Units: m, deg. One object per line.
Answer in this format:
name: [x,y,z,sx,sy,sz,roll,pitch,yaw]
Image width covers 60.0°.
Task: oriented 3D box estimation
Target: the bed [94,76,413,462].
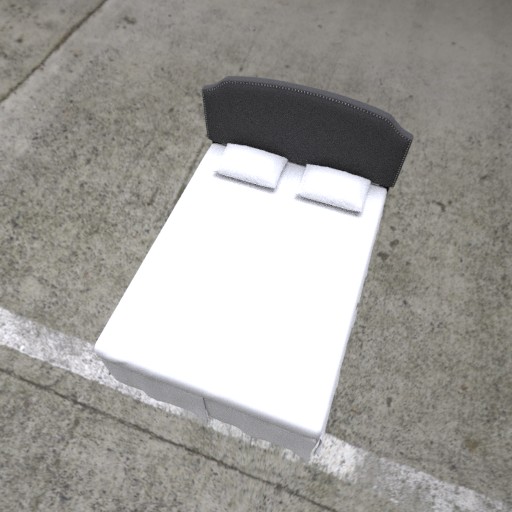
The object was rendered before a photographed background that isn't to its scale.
bed: [0.000,0.000,2.973,1.558,1.270,1.999,17,60,10]
